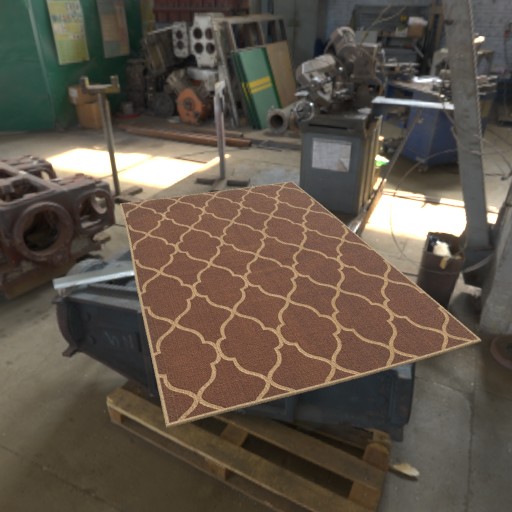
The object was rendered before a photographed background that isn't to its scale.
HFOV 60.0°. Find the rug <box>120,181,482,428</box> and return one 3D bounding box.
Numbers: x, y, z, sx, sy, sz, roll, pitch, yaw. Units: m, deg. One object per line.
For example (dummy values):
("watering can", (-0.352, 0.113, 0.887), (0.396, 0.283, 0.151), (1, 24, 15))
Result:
("rug", (0.000, 0.000, 2.847), (1.526, 0.014, 2.290), (-10, 32, -17))
